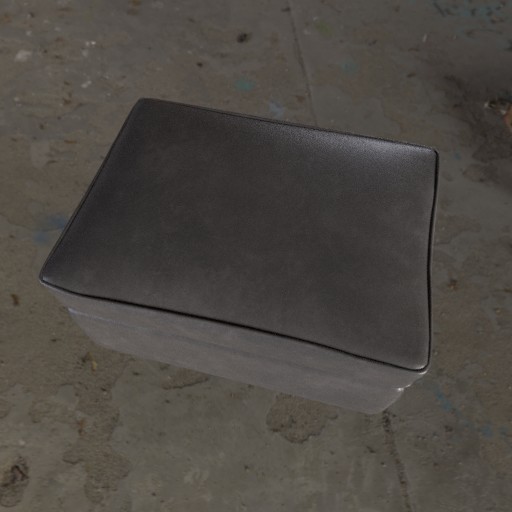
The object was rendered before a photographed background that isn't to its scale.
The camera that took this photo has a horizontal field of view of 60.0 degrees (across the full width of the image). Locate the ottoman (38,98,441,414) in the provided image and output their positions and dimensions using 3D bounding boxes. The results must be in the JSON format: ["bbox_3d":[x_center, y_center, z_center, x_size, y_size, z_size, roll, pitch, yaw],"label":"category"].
[{"bbox_3d":[0.000,0.000,1.092,0.756,0.445,0.554,12,60,7],"label":"ottoman"}]
